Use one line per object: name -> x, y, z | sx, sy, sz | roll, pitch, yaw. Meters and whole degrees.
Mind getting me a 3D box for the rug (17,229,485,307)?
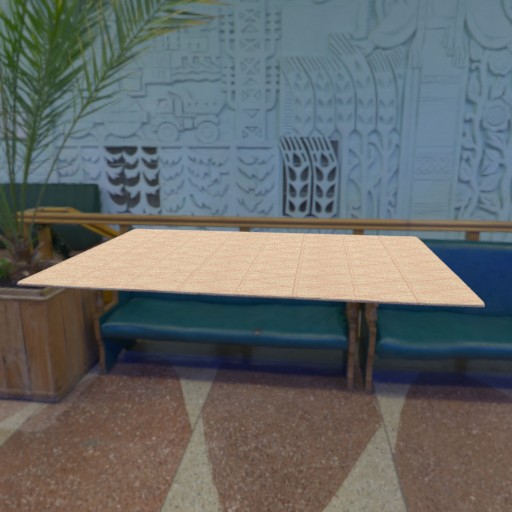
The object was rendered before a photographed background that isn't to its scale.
rug -> 0.000, 0.000, 2.970 | 2.390, 0.015, 1.609 | 2, 14, 8
